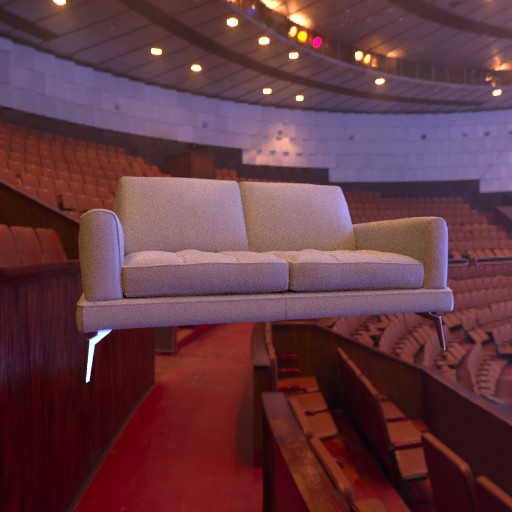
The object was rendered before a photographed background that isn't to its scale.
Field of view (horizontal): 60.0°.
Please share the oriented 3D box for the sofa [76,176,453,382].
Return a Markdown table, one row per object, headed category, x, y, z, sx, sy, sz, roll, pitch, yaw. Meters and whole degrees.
| category | x | y | z | sx | sy | sz | roll | pitch | yaw |
| --- | --- | --- | --- | --- | --- | --- | --- | --- | --- |
| sofa | 0.000 | 0.000 | 2.479 | 1.819 | 0.930 | 1.121 | 0 | 1 | -18 |
